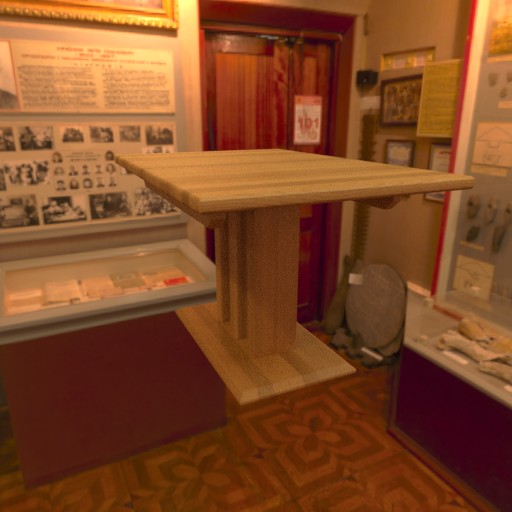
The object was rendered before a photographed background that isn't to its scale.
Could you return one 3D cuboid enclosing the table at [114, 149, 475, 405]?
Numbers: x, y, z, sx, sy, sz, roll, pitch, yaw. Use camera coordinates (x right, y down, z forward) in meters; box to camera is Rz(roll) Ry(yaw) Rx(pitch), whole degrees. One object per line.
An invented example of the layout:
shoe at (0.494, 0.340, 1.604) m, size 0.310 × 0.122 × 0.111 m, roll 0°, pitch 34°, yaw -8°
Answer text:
table at (0.000, 0.000, 1.868) m, size 0.900 × 0.770 × 1.300 m, roll -8°, pitch 19°, yaw -24°
